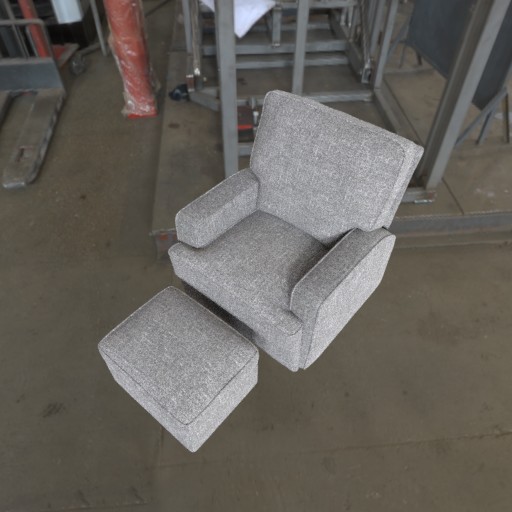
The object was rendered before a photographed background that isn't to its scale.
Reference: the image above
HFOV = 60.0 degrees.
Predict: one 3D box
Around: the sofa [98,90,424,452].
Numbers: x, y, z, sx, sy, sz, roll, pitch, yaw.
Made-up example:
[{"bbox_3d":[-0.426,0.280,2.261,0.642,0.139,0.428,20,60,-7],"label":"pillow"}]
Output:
[{"bbox_3d":[0.000,0.000,2.018,0.861,0.959,1.472,32,55,26],"label":"sofa"}]
